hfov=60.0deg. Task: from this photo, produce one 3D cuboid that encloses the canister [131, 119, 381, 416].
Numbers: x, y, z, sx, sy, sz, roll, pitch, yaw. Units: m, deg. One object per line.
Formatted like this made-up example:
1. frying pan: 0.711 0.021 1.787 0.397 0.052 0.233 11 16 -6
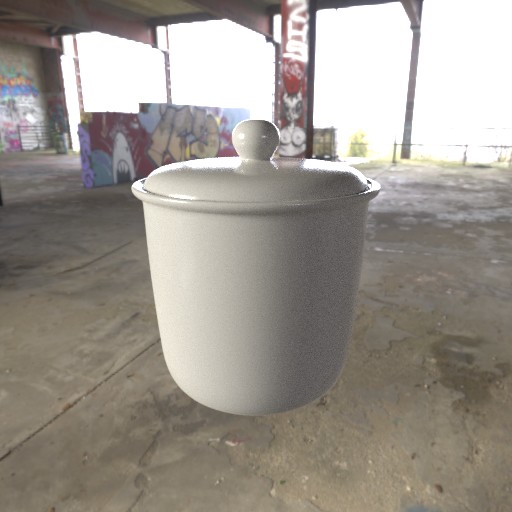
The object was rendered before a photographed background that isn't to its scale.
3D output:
1. canister: 0.000 0.000 0.352 0.182 0.208 0.182 0 17 0
